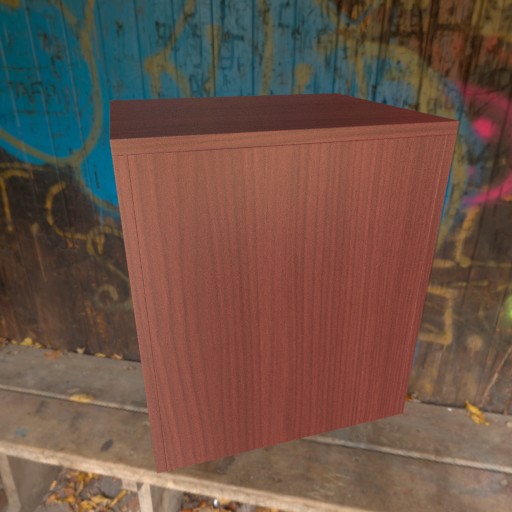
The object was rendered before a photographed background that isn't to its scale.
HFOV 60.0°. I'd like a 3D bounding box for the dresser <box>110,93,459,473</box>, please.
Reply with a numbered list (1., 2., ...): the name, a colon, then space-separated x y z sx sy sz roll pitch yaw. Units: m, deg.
1. dresser: 0.000 0.000 0.735 0.400 0.470 0.360 -7 27 -15
